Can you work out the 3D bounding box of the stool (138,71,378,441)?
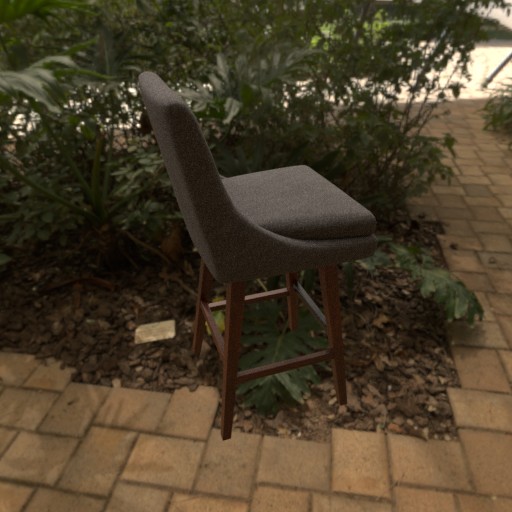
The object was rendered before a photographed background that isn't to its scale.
[{"bbox_3d":[0.000,0.000,1.405,0.572,1.068,0.489,-10,32,-17],"label":"stool"}]
